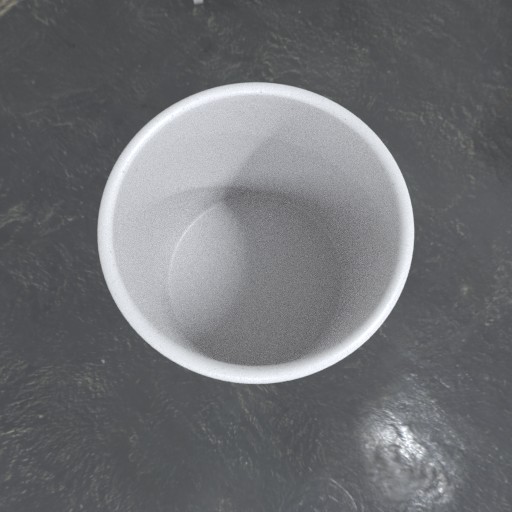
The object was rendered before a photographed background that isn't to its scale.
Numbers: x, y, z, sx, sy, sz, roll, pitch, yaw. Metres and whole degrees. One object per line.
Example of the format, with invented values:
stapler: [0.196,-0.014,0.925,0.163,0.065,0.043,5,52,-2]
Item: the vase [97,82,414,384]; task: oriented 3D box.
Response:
vase: [0.000,0.000,0.251,0.137,0.127,0.137,0,75,0]
